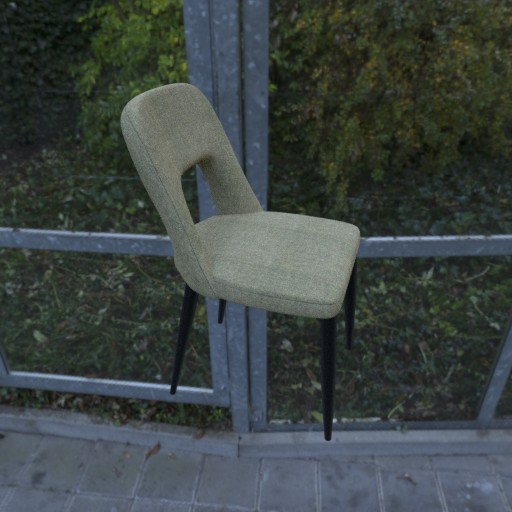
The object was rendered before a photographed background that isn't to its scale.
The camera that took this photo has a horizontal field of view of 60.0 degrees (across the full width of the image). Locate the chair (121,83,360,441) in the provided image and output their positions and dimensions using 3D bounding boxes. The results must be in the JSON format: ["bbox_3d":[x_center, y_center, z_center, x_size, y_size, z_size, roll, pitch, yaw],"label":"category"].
[{"bbox_3d":[0.000,0.000,1.335,0.612,0.931,0.470,10,32,16],"label":"chair"}]
